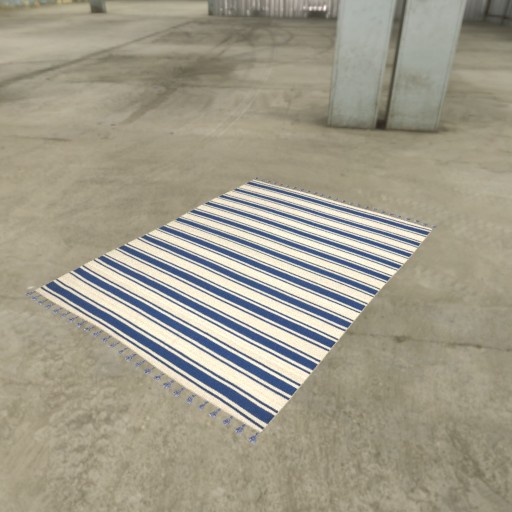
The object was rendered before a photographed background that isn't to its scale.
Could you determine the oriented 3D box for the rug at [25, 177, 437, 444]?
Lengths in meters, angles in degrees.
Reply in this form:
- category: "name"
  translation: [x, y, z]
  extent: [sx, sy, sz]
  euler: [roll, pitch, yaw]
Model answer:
- category: "rug"
  translation: [0.000, 0.000, 4.363]
  extent: [2.471, 0.016, 3.416]
  euler: [21, 37, 30]
